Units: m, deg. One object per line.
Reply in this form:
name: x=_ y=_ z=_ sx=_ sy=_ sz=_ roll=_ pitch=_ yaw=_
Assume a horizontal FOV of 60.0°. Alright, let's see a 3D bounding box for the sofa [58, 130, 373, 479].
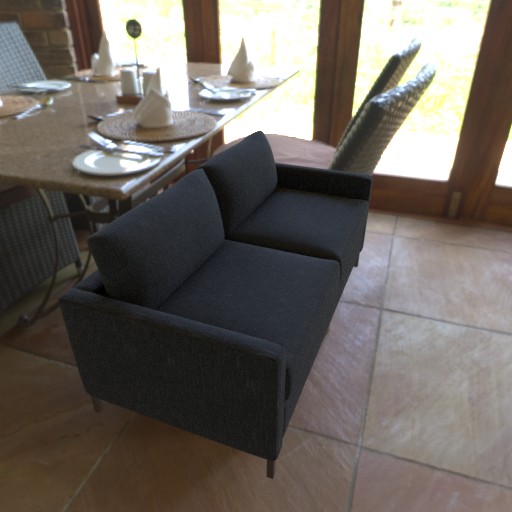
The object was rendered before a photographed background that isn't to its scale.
sofa: x=0.000 y=0.000 z=2.211 sx=0.866 sy=0.862 sz=1.716 roll=12 pitch=33 yaw=19
